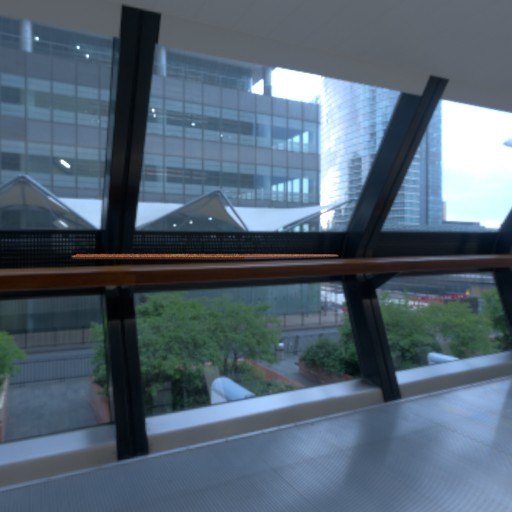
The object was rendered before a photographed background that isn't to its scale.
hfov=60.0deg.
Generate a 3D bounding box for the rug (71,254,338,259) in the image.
[{"bbox_3d":[0.000,0.000,2.551,0.651,0.016,2.274,0,0,18],"label":"rug"}]
